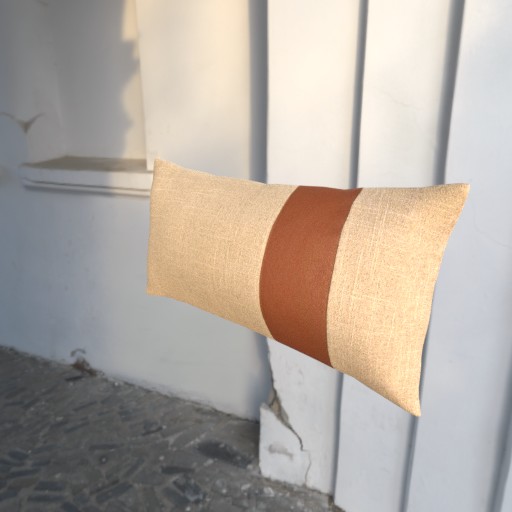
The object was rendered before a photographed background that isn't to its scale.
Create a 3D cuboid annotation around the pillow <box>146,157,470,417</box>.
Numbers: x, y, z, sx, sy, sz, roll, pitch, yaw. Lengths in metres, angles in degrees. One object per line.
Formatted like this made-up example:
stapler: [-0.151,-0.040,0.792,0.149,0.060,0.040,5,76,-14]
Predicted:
pillow: [0.000,0.000,0.719,0.612,0.282,0.155,15,22,42]
